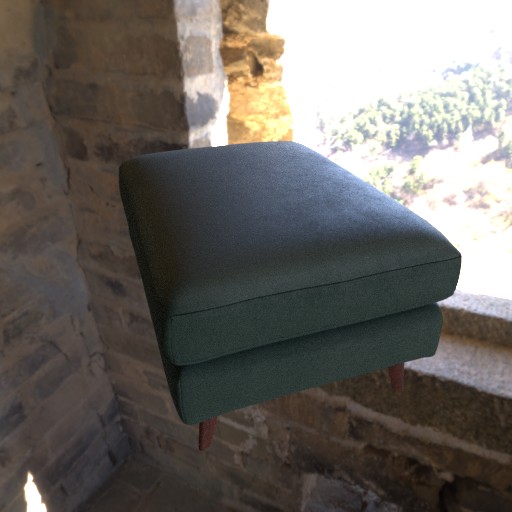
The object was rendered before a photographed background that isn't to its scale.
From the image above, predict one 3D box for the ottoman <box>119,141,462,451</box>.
[{"bbox_3d":[0.000,0.000,1.159,0.608,0.449,0.811,-10,32,-17],"label":"ottoman"}]
